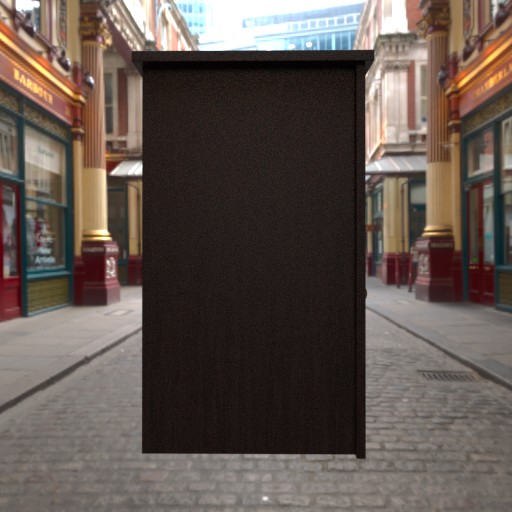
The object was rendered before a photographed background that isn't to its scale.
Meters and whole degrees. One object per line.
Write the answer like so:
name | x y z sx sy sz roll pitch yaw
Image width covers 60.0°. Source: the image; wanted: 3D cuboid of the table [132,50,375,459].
table | 0.000 0.000 0.924 0.381 0.635 0.480 0 0 1
